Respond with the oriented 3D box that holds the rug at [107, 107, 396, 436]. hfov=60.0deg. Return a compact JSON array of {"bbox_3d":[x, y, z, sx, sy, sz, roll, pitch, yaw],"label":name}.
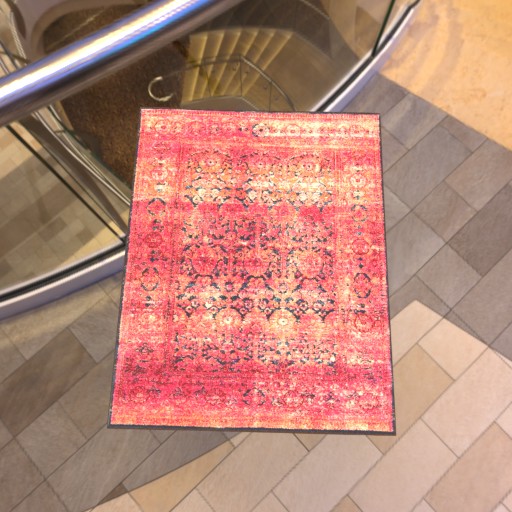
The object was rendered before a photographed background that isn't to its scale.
[{"bbox_3d":[0.000,0.000,4.064,2.411,0.020,3.032,1,76,0],"label":"rug"}]
